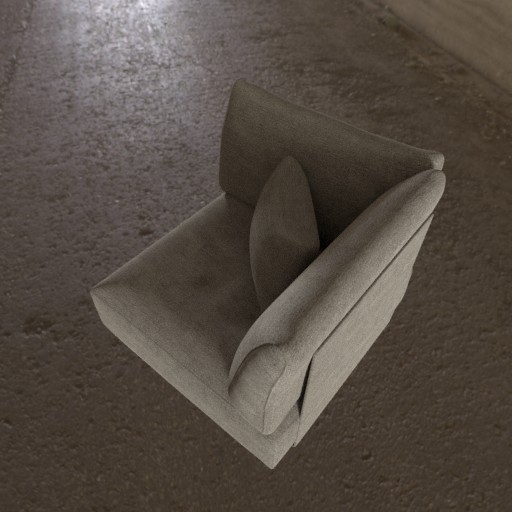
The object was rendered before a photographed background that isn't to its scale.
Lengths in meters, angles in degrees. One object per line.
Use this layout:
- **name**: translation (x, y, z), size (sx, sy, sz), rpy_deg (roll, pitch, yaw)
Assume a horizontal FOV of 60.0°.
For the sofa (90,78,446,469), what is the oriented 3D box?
- **sofa**: translation (0.000, 0.000, 1.728), size (1.000, 0.820, 1.000), rpy_deg (31, 54, 26)
